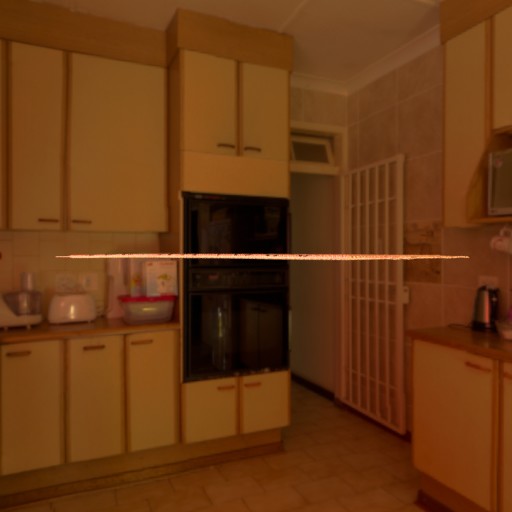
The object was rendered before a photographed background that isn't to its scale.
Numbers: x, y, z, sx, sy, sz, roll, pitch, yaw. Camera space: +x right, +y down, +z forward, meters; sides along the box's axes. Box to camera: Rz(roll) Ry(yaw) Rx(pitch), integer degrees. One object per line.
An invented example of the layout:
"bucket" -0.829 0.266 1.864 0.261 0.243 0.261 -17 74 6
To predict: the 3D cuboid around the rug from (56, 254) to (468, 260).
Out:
"rug" 0.000 0.000 3.288 2.615 0.029 1.664 0 0 36
